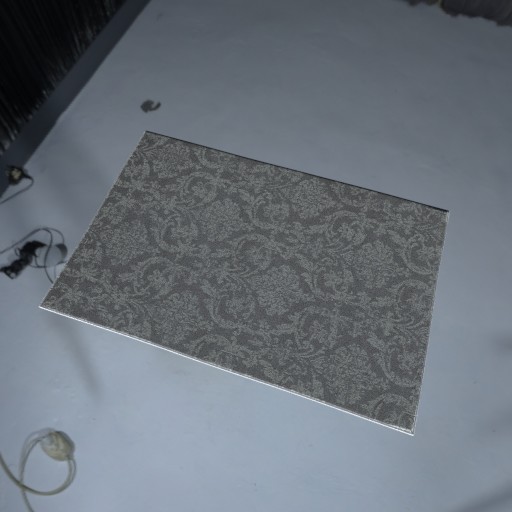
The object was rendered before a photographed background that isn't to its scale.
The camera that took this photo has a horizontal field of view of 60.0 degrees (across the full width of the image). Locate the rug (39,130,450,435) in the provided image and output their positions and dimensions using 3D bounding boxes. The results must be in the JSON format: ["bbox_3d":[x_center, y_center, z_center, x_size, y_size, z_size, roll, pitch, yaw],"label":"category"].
[{"bbox_3d":[0.000,0.000,3.445,2.746,0.018,1.819,17,63,9],"label":"rug"}]
